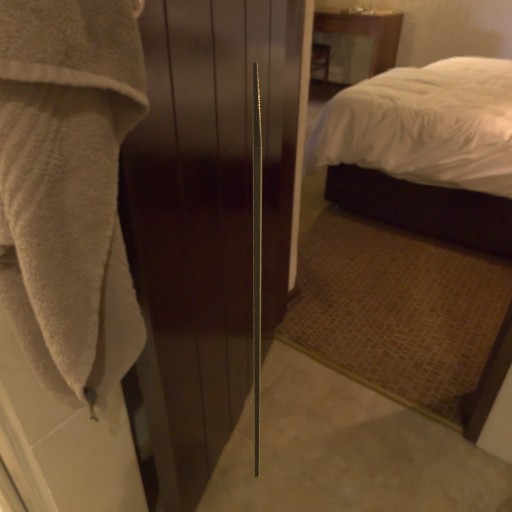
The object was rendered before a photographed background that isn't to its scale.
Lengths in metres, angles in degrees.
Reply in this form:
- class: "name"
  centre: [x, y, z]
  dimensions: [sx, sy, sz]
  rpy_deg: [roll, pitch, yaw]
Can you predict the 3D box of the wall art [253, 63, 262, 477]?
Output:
- class: "wall art"
  centre: [0.000, 0.000, 0.785]
  dimensions: [0.009, 0.559, 0.483]
  rpy_deg: [0, 33, 0]
